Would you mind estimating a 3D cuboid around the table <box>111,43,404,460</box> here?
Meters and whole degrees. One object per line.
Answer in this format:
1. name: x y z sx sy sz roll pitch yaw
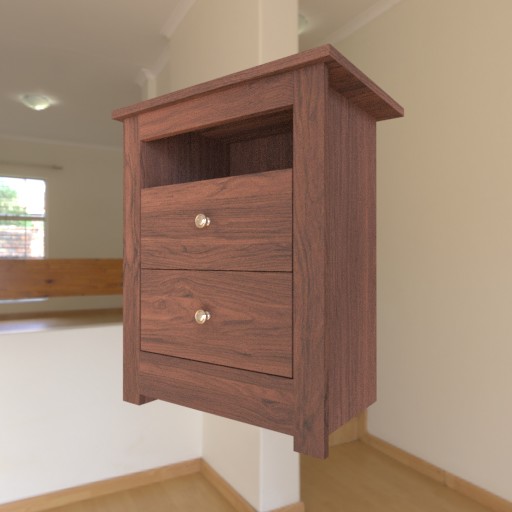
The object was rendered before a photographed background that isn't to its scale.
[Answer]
1. table: 0.000 0.000 1.076 0.589 0.711 0.406 0 0 36
